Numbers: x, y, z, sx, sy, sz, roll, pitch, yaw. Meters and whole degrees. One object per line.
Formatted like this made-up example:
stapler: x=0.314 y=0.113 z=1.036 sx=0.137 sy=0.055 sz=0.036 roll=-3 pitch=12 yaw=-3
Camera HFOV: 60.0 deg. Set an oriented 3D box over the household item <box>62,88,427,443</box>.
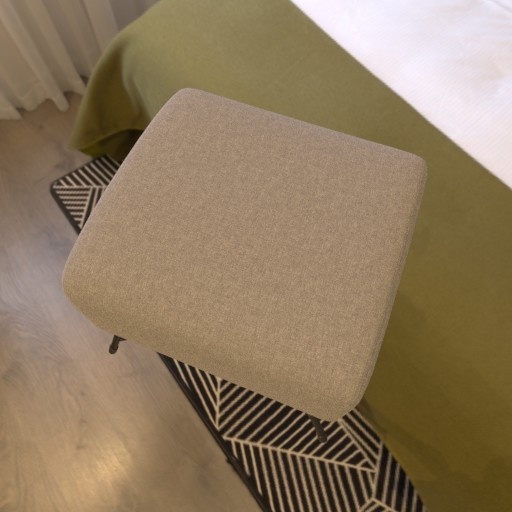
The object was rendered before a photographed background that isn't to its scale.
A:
household item: x=0.000 y=0.000 z=0.907 sx=0.530 sy=0.410 sz=0.530 roll=20 pitch=66 yaw=9
